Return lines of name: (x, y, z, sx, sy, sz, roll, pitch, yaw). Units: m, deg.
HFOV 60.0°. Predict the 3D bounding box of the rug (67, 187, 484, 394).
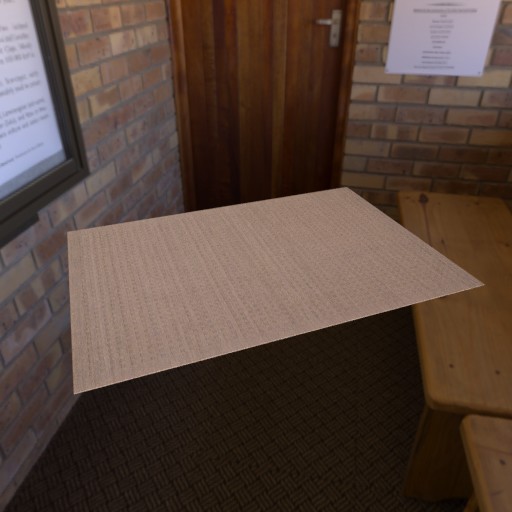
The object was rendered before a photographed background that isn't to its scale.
rug: (0.000, 0.000, 3.657, 2.895, 0.006, 1.981, -11, 33, -18)
